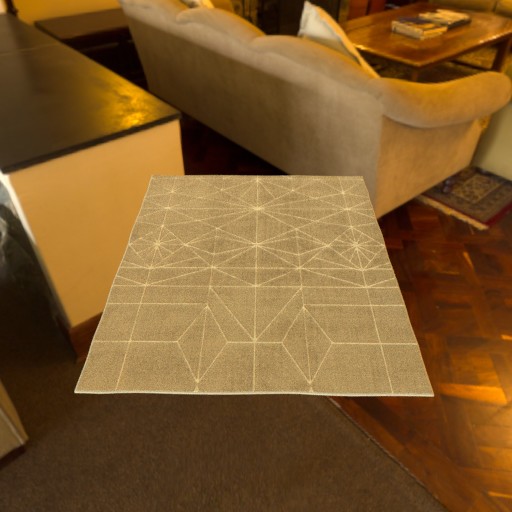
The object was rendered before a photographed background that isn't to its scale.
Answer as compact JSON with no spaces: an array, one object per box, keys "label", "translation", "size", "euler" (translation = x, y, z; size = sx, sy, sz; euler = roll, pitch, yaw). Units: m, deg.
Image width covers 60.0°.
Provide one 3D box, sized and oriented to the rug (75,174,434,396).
[{"label":"rug","translation":[0.000,0.000,0.912],"size":[0.548,0.006,0.639],"euler":[0,41,0]}]
